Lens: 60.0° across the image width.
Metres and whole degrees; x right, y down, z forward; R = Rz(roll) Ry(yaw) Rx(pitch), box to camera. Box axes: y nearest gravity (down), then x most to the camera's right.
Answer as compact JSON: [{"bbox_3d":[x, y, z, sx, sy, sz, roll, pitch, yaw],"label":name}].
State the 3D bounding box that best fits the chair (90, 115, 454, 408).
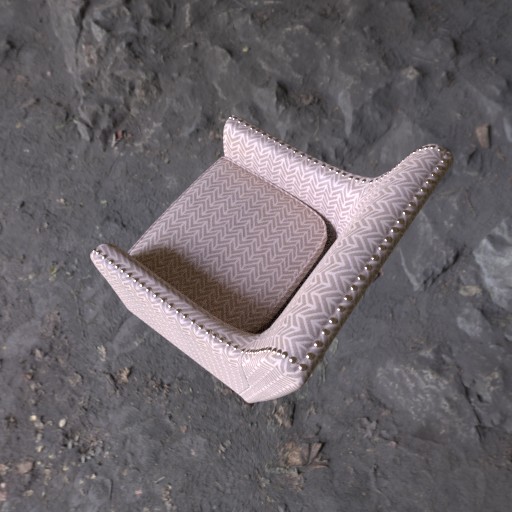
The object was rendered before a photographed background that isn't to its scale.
[{"bbox_3d":[0.000,0.000,1.286,0.651,0.816,0.623,33,67,16],"label":"chair"}]
